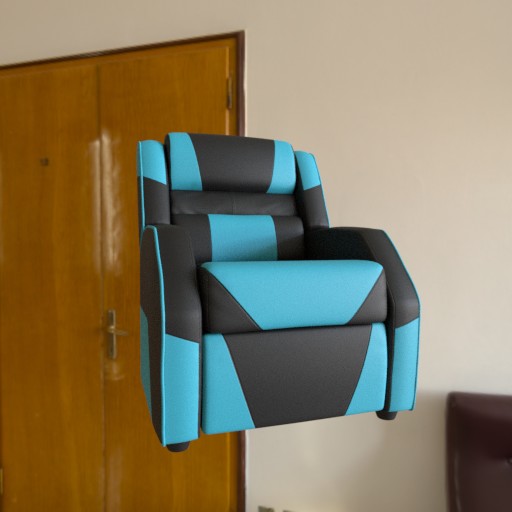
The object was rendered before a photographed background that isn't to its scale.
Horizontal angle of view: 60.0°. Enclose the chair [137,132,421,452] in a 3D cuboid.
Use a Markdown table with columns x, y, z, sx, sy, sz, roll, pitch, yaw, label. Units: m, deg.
| x | y | z | sx | sy | sz | roll | pitch | yaw | label |
| --- | --- | --- | --- | --- | --- | --- | --- | --- | --- |
| 0.000 | 0.000 | 1.260 | 0.620 | 0.805 | 0.672 | -1 | 2 | -19 | chair |
